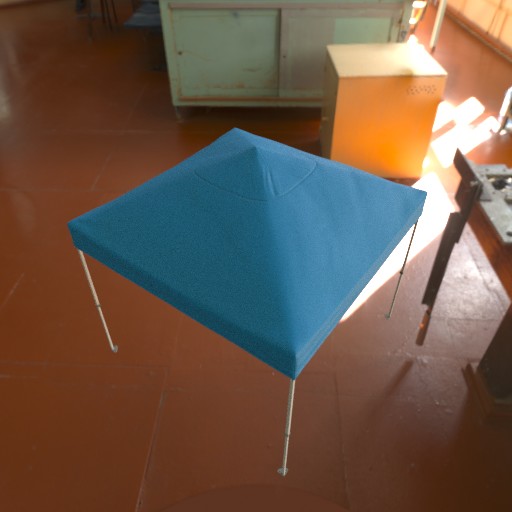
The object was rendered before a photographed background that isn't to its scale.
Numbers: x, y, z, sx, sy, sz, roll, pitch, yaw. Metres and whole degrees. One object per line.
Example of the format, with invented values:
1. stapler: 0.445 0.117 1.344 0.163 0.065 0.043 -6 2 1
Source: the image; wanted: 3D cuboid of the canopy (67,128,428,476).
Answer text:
1. canopy: 0.000 0.000 5.580 2.998 2.997 2.996 26 47 27
